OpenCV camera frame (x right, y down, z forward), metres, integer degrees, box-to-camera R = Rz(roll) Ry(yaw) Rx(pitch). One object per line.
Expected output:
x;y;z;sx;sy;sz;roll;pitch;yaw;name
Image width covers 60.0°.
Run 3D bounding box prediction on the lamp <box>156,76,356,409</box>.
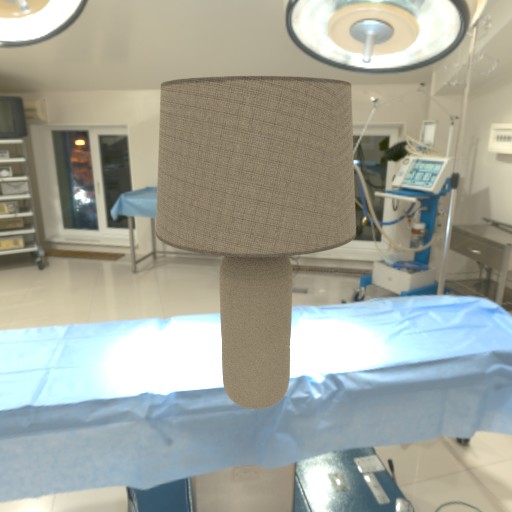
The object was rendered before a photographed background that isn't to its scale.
0.000;0.000;0.845;0.367;0.609;0.367;0;17;0;lamp
